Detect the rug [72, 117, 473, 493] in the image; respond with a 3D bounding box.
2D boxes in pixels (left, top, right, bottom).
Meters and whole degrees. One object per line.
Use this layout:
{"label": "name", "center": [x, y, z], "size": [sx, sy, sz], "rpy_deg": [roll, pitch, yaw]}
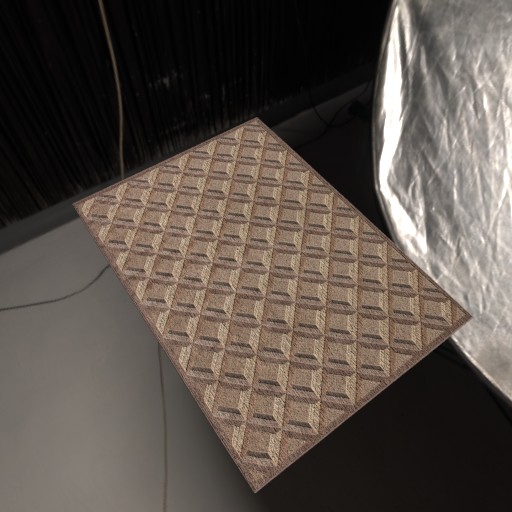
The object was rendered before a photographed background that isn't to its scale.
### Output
{"label": "rug", "center": [0.000, 0.000, 4.273], "size": [2.382, 0.018, 3.294], "rpy_deg": [-31, 62, -19]}
